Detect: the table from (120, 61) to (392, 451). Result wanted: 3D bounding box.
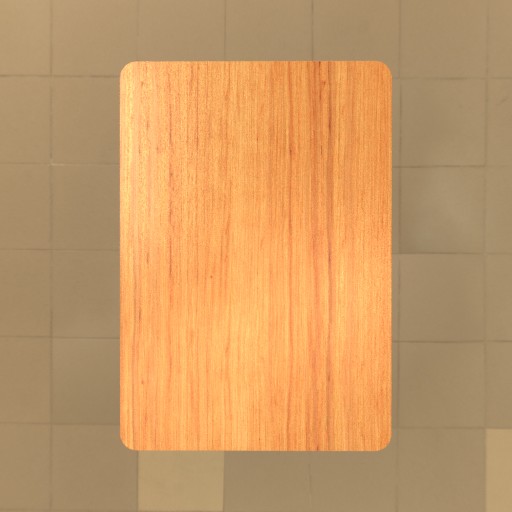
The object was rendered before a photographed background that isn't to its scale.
[{"bbox_3d":[0.000,0.000,1.355,0.696,0.445,0.997,0,90,0],"label":"table"}]
